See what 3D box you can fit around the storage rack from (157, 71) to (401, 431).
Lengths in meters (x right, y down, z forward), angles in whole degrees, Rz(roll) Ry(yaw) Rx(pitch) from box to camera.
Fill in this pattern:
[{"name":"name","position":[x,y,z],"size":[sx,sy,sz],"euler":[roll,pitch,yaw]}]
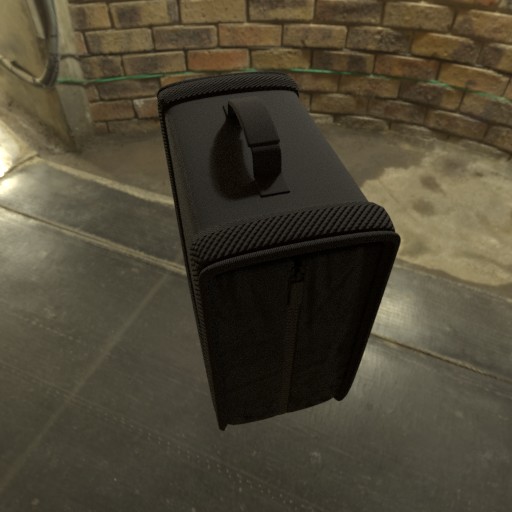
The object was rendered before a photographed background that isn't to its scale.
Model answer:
[{"name":"storage rack","position":[0.000,0.000,0.541],"size":[0.168,0.387,0.297],"euler":[-11,48,-10]}]
